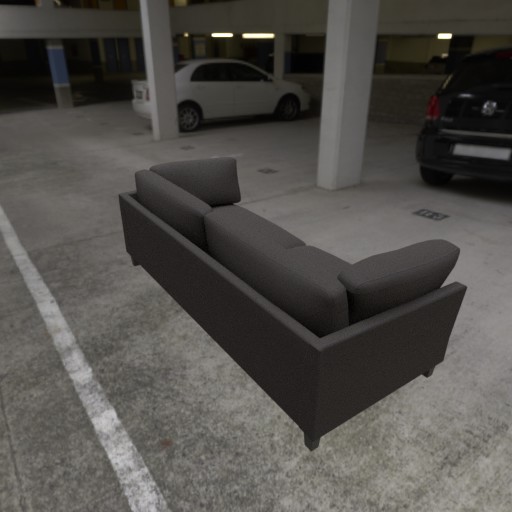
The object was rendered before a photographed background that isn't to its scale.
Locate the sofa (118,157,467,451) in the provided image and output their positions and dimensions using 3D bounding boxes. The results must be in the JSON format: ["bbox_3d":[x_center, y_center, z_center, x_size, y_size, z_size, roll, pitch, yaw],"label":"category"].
[{"bbox_3d":[0.000,0.000,2.836,0.969,0.792,2.312,-17,32,-31],"label":"sofa"}]
